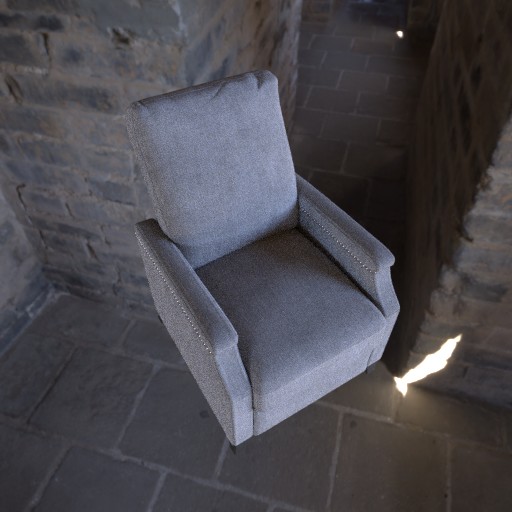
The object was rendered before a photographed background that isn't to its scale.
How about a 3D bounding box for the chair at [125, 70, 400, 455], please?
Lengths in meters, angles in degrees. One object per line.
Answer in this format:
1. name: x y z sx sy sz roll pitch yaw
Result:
1. chair: 0.000 0.000 1.654 0.710 1.049 0.922 -23 50 -21
